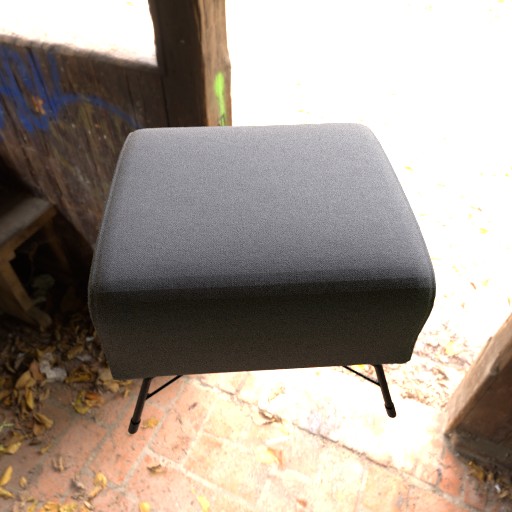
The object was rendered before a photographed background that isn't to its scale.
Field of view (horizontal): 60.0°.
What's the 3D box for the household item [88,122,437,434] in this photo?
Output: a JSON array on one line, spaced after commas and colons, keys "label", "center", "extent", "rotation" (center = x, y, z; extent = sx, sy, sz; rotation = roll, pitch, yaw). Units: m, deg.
[{"label": "household item", "center": [0.000, 0.000, 0.902], "extent": [0.530, 0.410, 0.530], "rotation": [-3, 46, -2]}]
